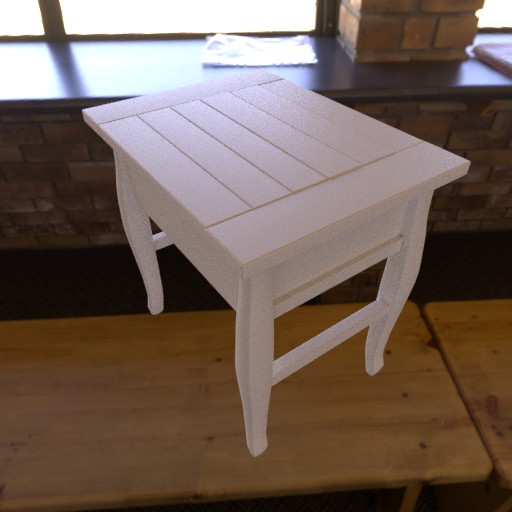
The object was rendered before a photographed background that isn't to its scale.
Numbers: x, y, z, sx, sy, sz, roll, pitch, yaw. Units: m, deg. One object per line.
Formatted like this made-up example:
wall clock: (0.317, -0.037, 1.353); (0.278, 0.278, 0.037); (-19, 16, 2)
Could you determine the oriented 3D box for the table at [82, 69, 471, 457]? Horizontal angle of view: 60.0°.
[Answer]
table: (0.000, 0.000, 1.022); (0.463, 0.605, 0.599); (-24, 46, -26)
